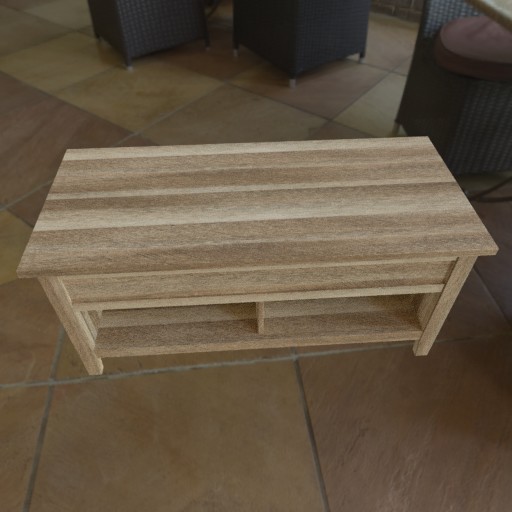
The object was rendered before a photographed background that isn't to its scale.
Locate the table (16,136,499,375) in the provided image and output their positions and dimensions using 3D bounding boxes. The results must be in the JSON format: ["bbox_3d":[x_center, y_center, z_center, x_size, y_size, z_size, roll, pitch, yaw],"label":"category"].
[{"bbox_3d":[0.000,0.000,1.344,1.095,0.480,0.493,-3,46,-3],"label":"table"}]
